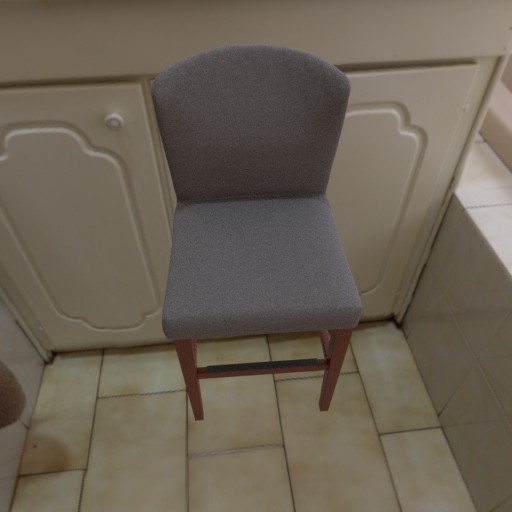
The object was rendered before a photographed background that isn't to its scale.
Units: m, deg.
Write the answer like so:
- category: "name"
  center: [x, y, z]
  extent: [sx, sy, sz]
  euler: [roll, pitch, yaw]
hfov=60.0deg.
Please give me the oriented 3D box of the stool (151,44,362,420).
- category: "stool"
  center: [0.000, 0.000, 1.269]
  extent: [0.481, 0.968, 0.568]
  euler: [-3, 46, -3]
